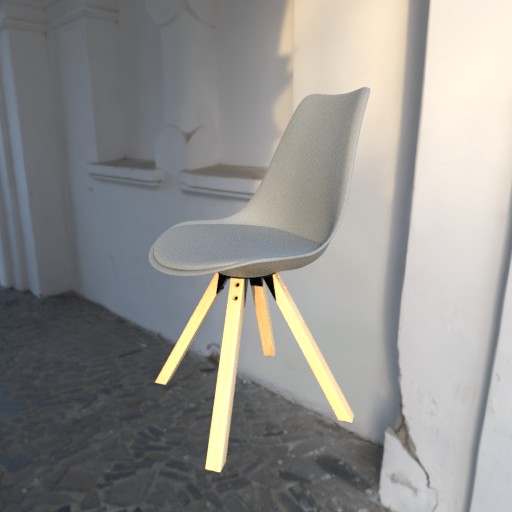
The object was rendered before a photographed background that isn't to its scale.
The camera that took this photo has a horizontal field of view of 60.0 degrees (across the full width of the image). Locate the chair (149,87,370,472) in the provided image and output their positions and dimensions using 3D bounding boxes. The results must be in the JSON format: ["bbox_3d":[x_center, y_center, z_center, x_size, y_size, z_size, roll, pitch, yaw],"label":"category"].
[{"bbox_3d":[0.000,0.000,1.179,0.549,0.850,0.485,-8,17,-27],"label":"chair"}]
